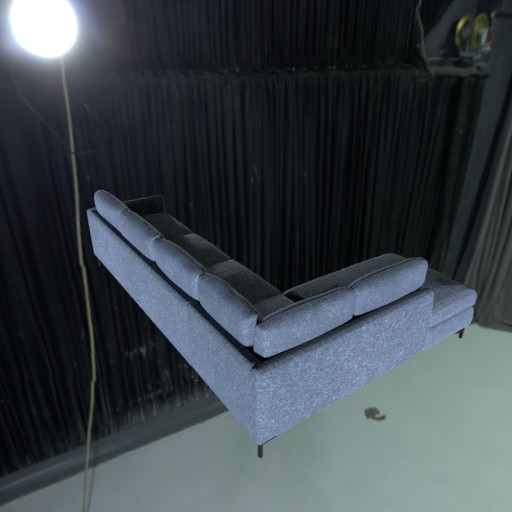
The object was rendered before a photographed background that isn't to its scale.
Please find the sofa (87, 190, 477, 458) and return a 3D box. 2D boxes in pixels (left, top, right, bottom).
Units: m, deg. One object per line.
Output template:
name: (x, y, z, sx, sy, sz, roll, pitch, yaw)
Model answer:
sofa: (0.000, 0.000, 3.844, 2.007, 0.815, 2.949, -17, 31, -31)
